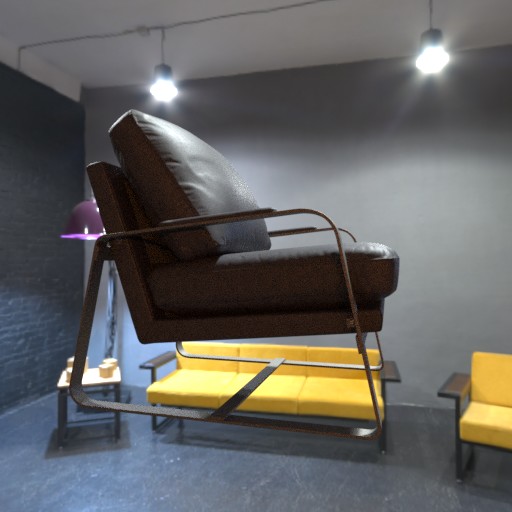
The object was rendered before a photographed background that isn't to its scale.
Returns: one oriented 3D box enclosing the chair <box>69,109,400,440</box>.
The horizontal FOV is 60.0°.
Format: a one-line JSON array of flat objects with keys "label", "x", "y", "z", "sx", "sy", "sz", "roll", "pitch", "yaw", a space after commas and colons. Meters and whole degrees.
[{"label": "chair", "x": 0.000, "y": 0.000, "z": 1.438, "sx": 0.878, "sy": 0.839, "sz": 0.692, "roll": 0, "pitch": 0, "yaw": 17}]
